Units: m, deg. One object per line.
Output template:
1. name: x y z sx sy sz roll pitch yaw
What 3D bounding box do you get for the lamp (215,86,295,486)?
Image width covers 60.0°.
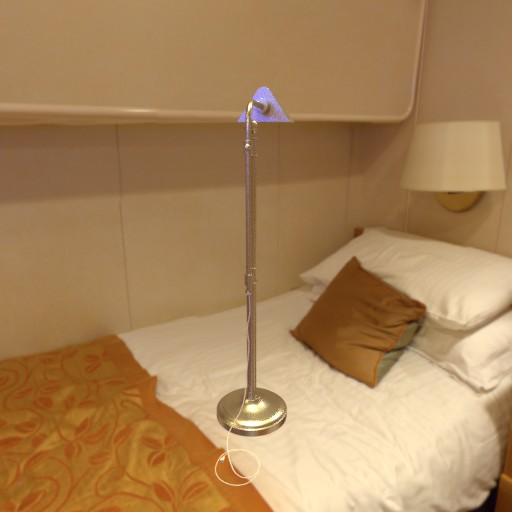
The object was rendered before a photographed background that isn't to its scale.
1. lamp: 0.000 0.000 0.961 0.159 0.708 0.546 3 16 9
